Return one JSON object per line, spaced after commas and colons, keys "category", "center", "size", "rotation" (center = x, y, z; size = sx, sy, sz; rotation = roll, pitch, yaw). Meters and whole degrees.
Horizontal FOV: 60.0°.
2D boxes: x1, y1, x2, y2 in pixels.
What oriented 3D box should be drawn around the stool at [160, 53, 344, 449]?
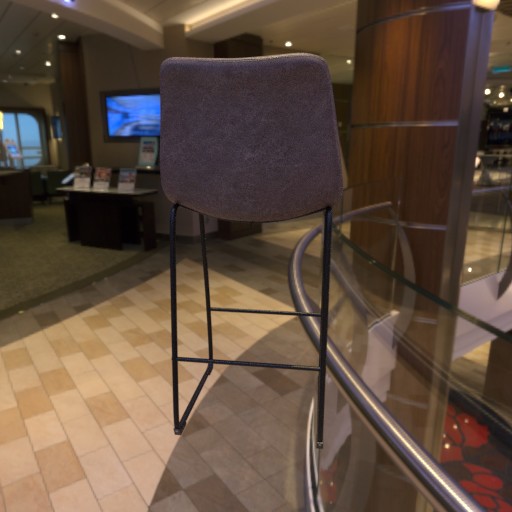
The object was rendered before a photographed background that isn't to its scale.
{"category": "stool", "center": [0.000, 0.000, 1.393], "size": [0.514, 1.082, 0.561], "rotation": [2, 15, 8]}
